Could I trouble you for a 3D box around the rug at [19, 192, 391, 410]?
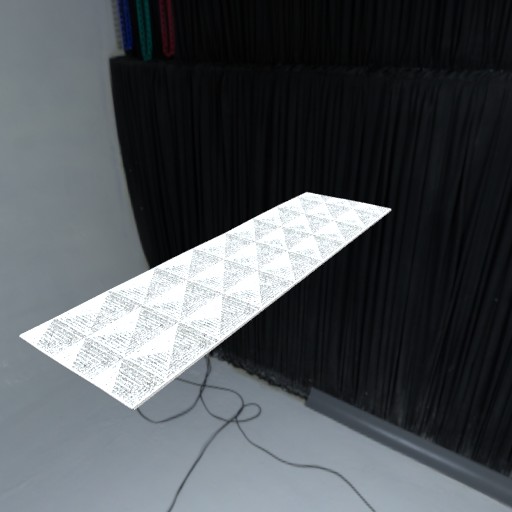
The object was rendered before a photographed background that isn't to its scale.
[{"bbox_3d":[0.000,0.000,2.301,0.645,0.015,2.182,17,31,32],"label":"rug"}]
